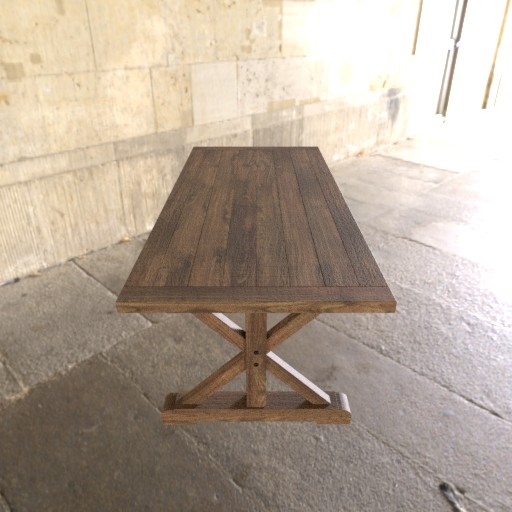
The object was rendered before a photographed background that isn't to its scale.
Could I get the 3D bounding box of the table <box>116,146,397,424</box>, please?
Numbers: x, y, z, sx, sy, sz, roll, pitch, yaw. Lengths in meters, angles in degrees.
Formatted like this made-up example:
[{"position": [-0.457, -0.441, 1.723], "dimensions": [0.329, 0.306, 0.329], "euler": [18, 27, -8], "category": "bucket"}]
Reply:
[{"position": [0.000, 0.000, 2.496], "dimensions": [0.907, 0.733, 2.031], "euler": [0, 28, 0], "category": "table"}]
